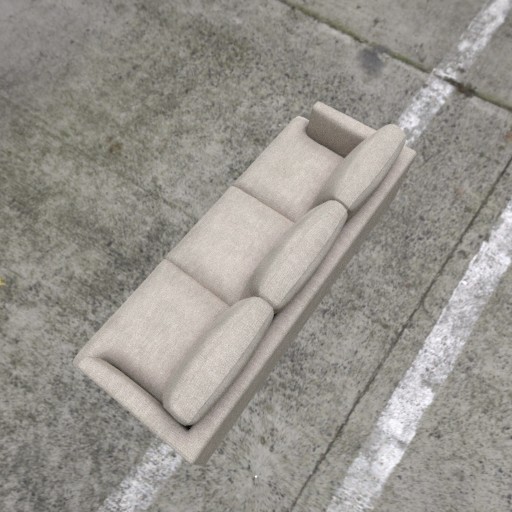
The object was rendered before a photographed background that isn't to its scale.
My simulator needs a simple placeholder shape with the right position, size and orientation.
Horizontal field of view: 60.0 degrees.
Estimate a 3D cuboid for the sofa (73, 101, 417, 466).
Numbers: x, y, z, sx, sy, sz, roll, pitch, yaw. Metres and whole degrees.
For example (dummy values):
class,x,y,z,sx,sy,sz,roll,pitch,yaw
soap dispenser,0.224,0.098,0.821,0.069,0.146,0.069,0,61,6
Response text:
class,x,y,z,sx,sy,sz,roll,pitch,yaw
sofa,0.000,0.000,2.693,0.903,0.930,2.246,33,68,15
